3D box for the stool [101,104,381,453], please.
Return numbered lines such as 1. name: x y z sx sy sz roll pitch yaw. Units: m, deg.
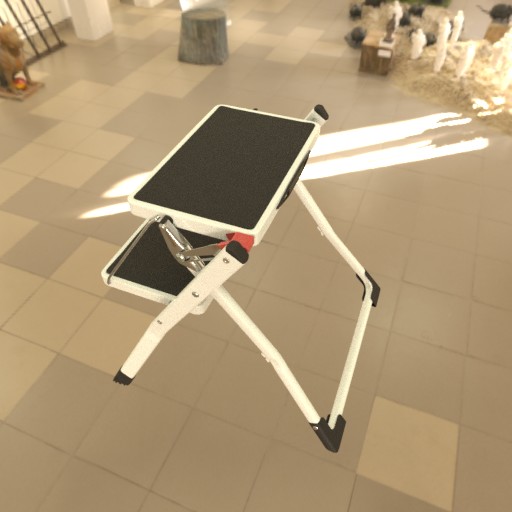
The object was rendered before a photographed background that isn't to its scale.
1. stool: 0.000 0.000 0.852 0.490 0.445 0.485 16 48 15
